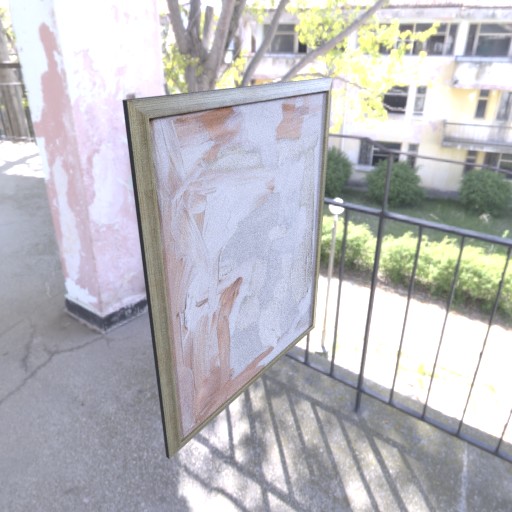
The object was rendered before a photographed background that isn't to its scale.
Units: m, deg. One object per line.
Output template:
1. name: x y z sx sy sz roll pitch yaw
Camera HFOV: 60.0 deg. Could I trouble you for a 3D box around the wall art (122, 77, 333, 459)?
1. wall art: 0.000 0.000 0.918 0.018 0.660 0.559 18 31 33
